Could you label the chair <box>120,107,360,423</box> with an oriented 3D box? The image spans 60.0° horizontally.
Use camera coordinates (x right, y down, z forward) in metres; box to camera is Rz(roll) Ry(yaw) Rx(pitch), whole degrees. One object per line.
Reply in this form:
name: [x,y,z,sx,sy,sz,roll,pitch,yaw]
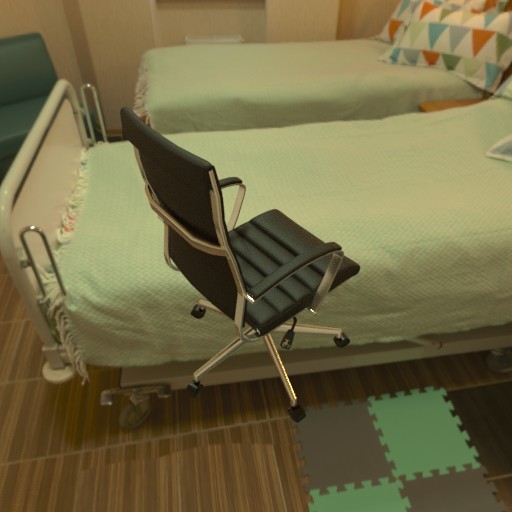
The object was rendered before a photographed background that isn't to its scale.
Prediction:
chair: [0.000,0.000,1.644,0.739,1.149,0.766,-28,48,-28]
